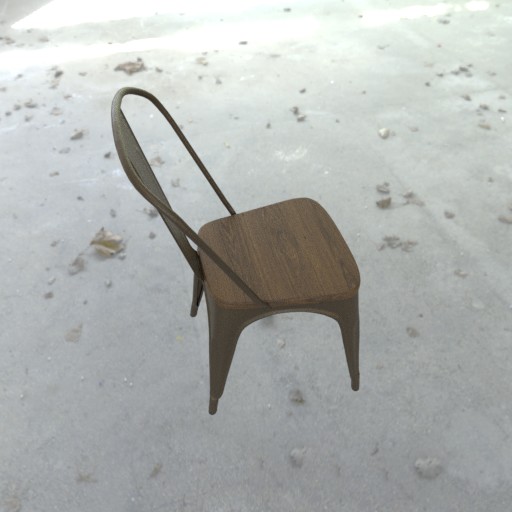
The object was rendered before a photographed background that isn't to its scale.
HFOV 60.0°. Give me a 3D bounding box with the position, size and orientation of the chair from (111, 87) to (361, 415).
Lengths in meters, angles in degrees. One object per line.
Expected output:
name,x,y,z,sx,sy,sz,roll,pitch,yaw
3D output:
chair,0.000,0.000,1.133,0.532,0.844,0.451,-10,47,-10
